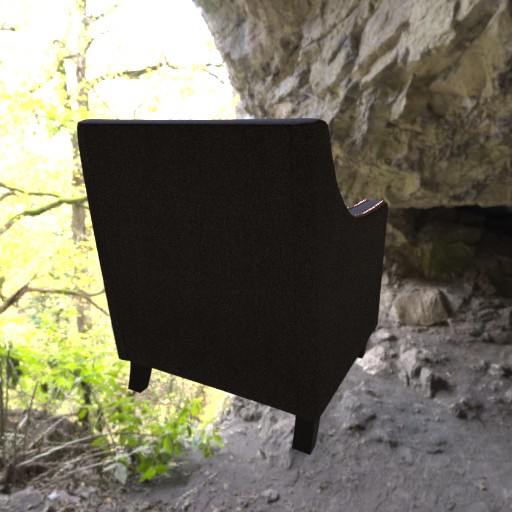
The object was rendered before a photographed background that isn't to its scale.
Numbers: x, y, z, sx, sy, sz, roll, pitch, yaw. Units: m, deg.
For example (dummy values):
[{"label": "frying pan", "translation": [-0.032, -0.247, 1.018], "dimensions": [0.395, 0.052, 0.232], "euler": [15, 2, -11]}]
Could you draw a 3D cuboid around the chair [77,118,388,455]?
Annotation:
[{"label": "chair", "translation": [0.000, 0.000, 1.636], "dimensions": [0.776, 0.967, 0.884], "euler": [9, 19, 27]}]
